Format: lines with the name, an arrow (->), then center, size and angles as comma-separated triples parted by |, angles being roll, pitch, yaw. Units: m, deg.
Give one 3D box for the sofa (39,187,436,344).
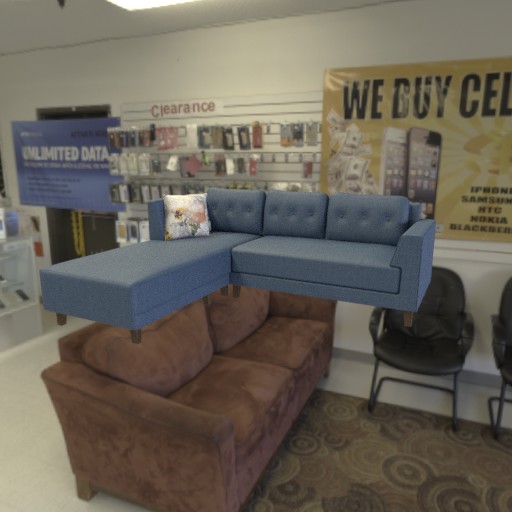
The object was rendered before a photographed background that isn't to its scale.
sofa -> 0.000, 0.000, 3.058 | 2.120, 0.787, 1.829 | 7, 15, 26
